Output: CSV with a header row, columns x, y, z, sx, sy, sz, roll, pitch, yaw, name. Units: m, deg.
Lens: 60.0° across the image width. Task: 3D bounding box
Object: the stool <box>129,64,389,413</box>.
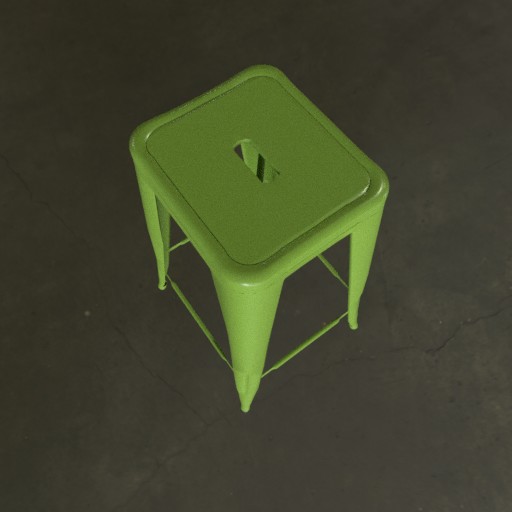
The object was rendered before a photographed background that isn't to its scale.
x,y,z,sx,sy,sz,roll,pitch,yaw,name
0.000,0.000,0.862,0.358,0.609,0.398,-33,69,-14,stool
